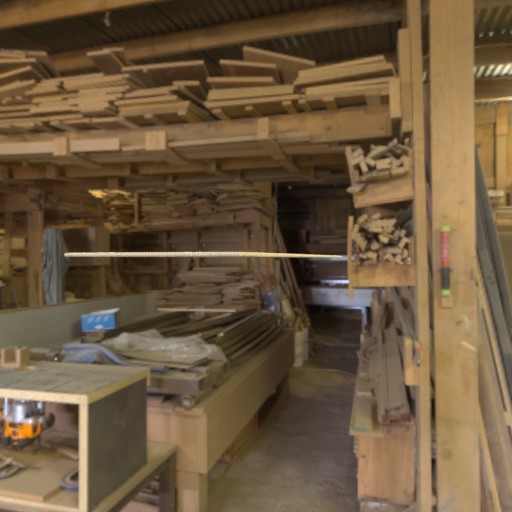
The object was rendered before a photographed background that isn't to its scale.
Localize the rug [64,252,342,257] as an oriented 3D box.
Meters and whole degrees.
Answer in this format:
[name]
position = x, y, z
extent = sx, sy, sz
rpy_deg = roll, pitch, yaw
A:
[rug]
position = 0.000, 0.000, 2.545
extent = 0.678, 0.014, 2.276
rpy_deg = 0, 0, 19
